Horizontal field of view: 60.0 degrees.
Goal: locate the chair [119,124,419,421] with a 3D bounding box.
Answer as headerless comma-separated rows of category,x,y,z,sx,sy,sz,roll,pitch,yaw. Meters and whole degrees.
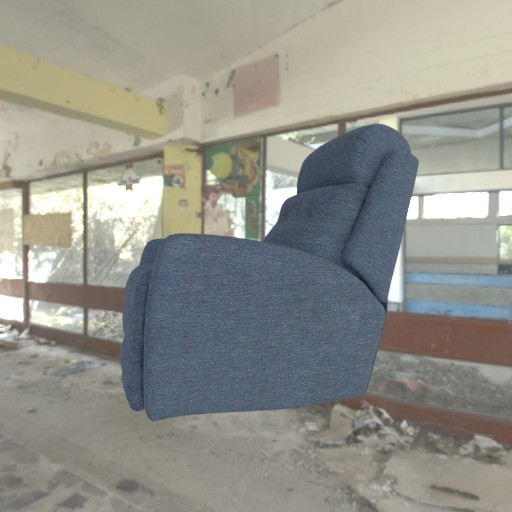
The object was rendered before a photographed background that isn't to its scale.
chair,0.000,0.000,1.777,1.043,1.013,0.798,0,1,-18
